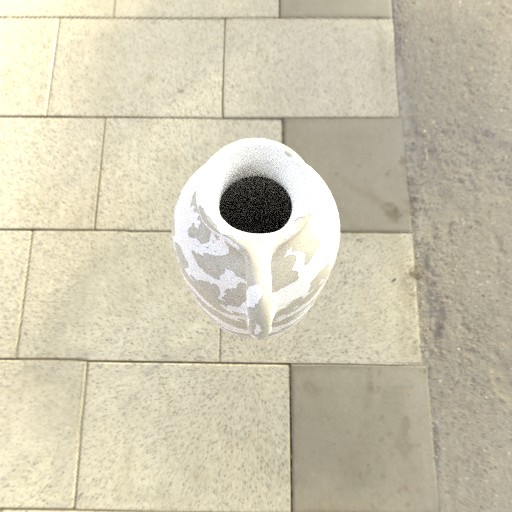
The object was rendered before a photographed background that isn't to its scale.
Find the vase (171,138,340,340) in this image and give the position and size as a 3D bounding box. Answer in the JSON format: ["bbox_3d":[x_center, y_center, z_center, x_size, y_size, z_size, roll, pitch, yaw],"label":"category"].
[{"bbox_3d":[0.000,0.000,0.506,0.186,0.382,0.203,-2,76,0],"label":"vase"}]
